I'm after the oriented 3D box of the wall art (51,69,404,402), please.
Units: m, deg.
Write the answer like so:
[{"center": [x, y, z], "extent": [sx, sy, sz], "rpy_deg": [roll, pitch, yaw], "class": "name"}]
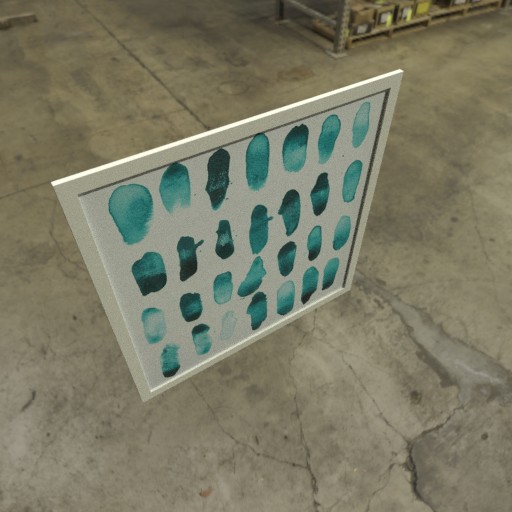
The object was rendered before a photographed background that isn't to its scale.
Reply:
[{"center": [0.000, 0.000, 1.188], "extent": [0.812, 0.813, 0.013], "rpy_deg": [-25, 51, -22], "class": "wall art"}]
